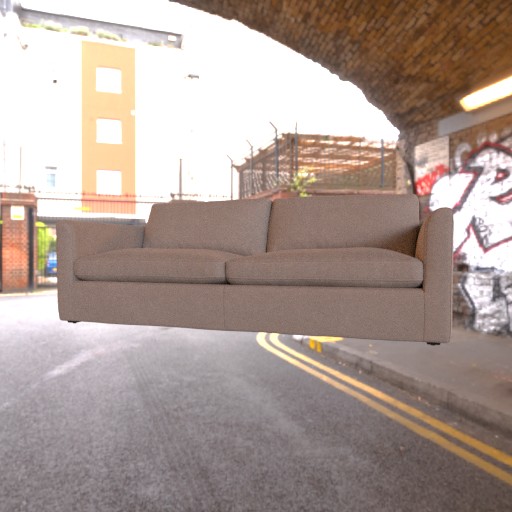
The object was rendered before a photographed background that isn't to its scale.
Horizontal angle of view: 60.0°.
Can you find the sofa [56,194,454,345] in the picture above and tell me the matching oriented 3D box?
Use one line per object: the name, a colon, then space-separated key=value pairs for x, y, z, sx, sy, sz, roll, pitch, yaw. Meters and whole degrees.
sofa: x=0.000 y=0.000 z=2.854 sx=2.588 sy=0.838 sz=1.090 roll=0 pitch=0 yaw=19
